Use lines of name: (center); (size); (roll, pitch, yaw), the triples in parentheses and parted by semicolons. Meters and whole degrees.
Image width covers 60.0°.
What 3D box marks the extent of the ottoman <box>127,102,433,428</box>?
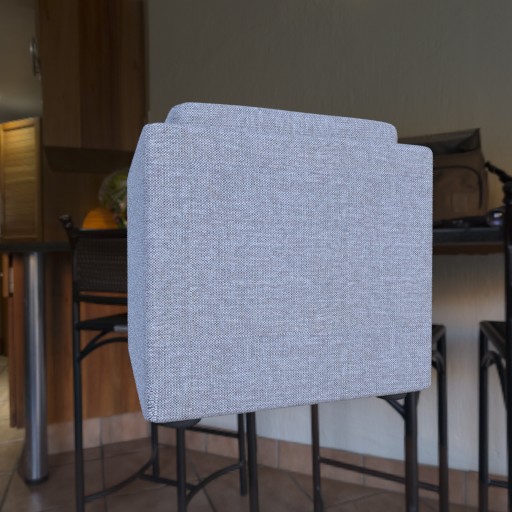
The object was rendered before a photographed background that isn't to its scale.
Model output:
ottoman: (0.000, 0.000, 0.838); (0.450, 0.460, 0.450); (0, 1, -19)
